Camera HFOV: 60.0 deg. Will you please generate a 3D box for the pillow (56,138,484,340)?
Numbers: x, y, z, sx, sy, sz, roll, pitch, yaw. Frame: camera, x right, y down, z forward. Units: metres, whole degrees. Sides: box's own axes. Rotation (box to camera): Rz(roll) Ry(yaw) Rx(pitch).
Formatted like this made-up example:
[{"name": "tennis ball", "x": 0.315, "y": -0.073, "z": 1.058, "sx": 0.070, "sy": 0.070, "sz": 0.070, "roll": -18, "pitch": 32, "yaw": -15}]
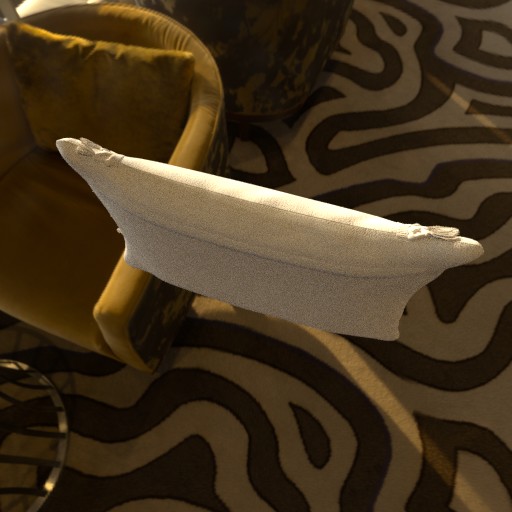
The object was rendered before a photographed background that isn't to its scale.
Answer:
[{"name": "pillow", "x": 0.000, "y": 0.000, "z": 0.590, "sx": 0.466, "sy": 0.305, "sz": 0.084, "roll": 15, "pitch": 64, "yaw": 8}]
